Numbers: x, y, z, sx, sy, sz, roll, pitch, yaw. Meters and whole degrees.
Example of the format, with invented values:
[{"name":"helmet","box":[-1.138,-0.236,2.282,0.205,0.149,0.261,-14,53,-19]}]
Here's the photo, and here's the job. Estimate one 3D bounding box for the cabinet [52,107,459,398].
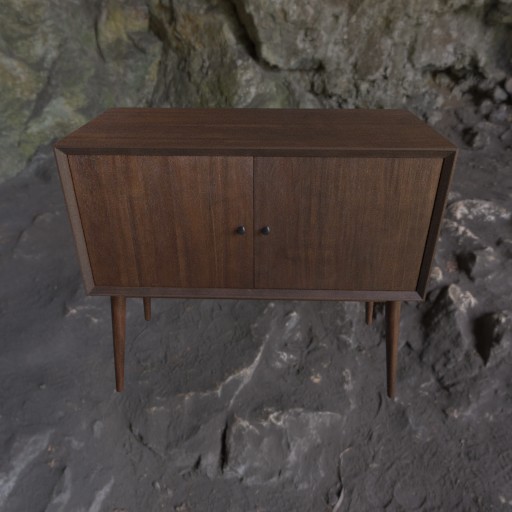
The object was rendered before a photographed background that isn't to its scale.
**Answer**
[{"name":"cabinet","box":[0.000,0.000,1.121,0.743,0.654,0.354,1,29,1]}]
